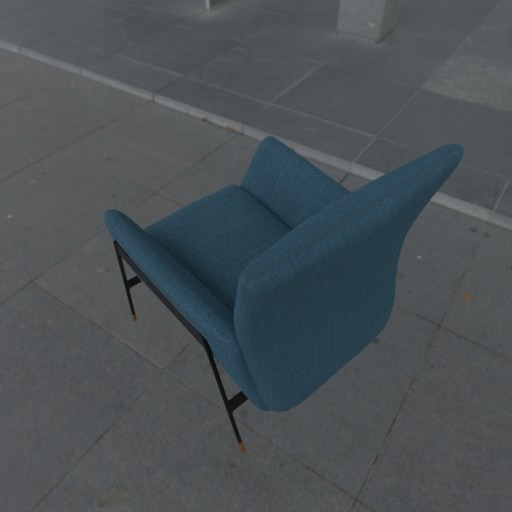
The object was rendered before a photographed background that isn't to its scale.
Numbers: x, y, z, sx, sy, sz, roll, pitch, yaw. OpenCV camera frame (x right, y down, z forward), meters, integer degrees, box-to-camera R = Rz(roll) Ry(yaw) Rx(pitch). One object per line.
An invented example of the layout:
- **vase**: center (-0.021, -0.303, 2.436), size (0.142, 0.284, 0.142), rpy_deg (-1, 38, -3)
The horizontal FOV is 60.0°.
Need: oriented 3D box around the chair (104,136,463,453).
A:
- **chair**: center (0.000, 0.000, 1.382), size (0.678, 0.859, 0.769), rpy_deg (-32, 54, -27)
